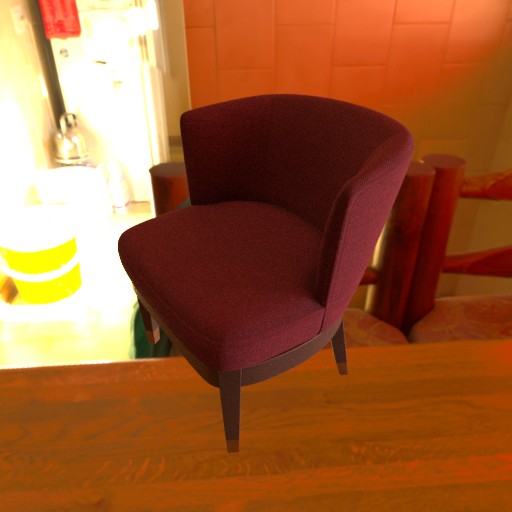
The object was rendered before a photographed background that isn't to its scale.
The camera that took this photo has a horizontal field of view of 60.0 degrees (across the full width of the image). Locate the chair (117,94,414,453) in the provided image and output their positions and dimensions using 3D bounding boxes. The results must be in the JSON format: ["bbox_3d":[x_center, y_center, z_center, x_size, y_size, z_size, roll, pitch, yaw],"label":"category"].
[{"bbox_3d":[0.000,0.000,1.255,0.660,0.760,0.700,-20,37,-29],"label":"chair"}]
